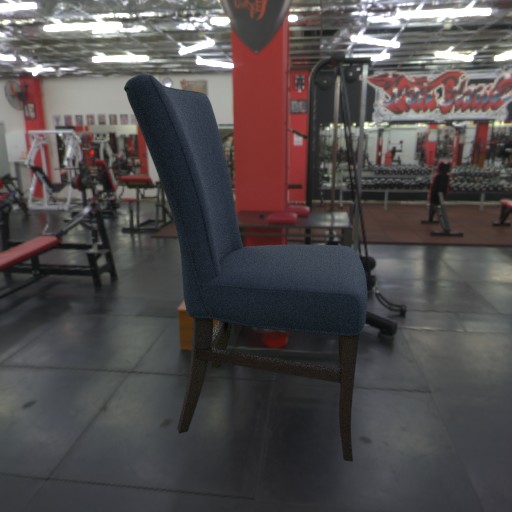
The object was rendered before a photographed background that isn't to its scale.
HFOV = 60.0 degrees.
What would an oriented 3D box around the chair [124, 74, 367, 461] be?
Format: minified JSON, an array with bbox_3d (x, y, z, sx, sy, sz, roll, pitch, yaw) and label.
[{"bbox_3d":[0.000,0.000,1.353,0.660,0.991,0.520,3,15,10],"label":"chair"}]
